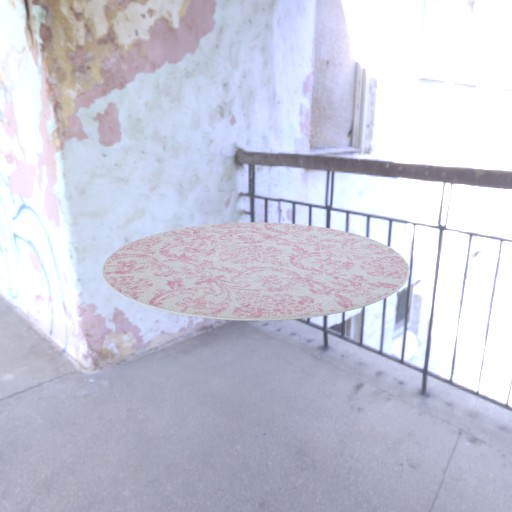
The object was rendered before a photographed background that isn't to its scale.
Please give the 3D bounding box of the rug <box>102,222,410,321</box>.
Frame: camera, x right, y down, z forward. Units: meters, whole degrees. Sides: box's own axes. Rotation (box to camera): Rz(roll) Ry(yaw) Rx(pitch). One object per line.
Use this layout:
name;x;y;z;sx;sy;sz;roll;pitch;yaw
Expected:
rug;0.000;0.000;2.413;1.593;0.012;1.593;0;17;0
